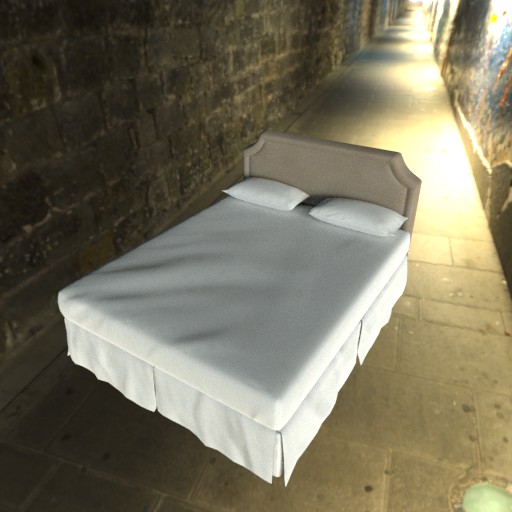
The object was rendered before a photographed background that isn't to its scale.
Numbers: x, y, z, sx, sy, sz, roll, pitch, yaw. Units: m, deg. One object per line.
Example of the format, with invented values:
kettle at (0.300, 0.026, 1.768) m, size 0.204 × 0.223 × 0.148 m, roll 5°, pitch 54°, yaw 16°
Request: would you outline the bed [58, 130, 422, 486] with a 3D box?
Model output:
bed at (0.000, 0.000, 3.557) m, size 1.977 × 1.293 × 2.498 m, roll 18°, pitch 35°, yaw 28°
